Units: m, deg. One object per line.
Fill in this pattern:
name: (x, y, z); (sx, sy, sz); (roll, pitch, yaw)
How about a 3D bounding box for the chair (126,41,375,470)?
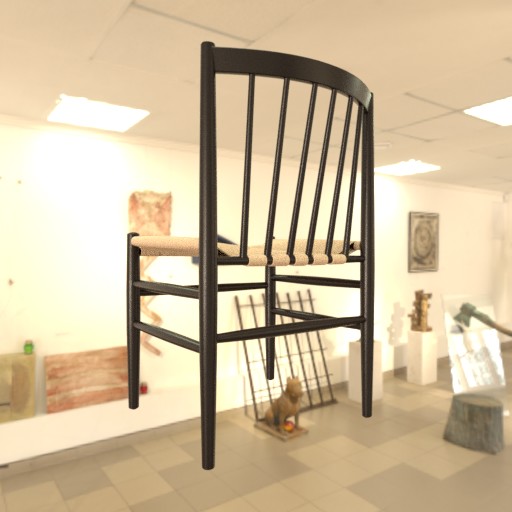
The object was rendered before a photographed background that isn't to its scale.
chair: (0.000, 0.000, 1.115); (0.495, 0.818, 0.516); (0, 1, -36)
